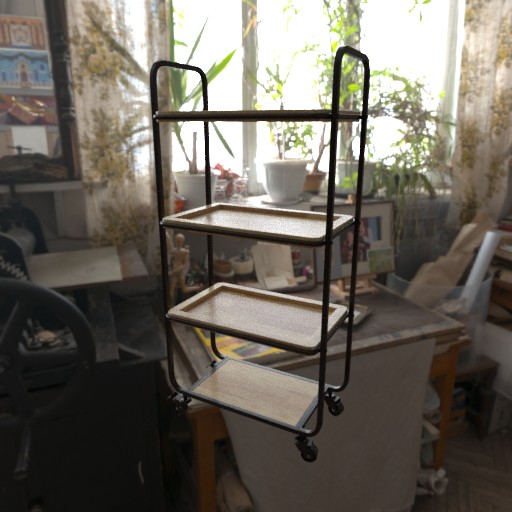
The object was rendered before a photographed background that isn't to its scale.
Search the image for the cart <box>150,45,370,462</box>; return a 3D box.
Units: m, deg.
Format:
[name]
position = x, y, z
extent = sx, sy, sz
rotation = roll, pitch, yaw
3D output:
[cart]
position = 0.000, 0.000, 1.312
extent = 0.545, 1.080, 0.321
rotation = 9, 19, 27
